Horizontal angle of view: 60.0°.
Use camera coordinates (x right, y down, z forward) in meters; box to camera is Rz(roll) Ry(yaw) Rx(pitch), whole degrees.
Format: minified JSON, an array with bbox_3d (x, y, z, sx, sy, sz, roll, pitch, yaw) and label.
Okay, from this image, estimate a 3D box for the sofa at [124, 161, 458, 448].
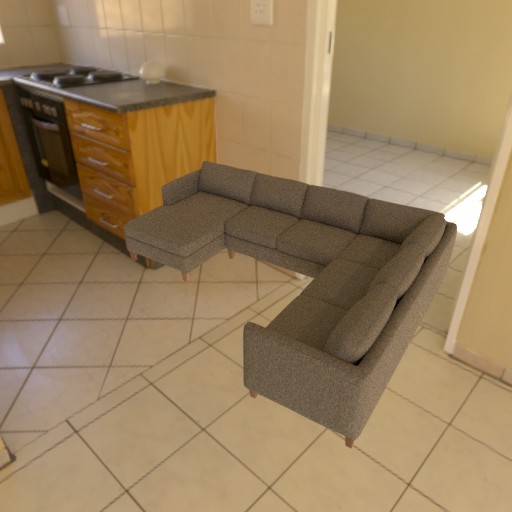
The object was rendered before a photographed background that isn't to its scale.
[{"bbox_3d":[0.000,0.000,4.419,3.238,0.853,2.551,19,35,28],"label":"sofa"}]
